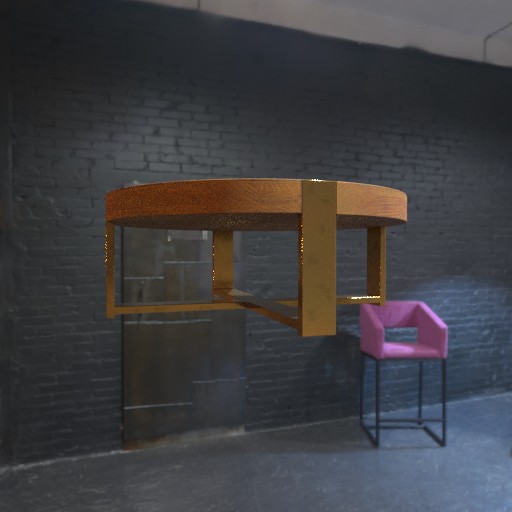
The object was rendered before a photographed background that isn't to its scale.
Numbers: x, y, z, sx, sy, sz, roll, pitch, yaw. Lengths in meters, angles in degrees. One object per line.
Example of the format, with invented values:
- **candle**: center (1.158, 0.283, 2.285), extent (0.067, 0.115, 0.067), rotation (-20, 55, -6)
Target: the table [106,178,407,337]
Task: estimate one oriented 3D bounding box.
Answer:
- **table**: center (0.000, 0.000, 1.716), extent (1.100, 0.420, 1.100), rotation (0, 1, 0)
